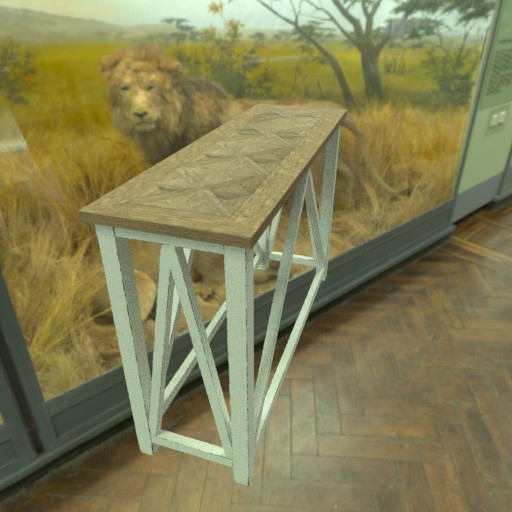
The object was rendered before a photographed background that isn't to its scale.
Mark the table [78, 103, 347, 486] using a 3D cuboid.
[{"bbox_3d":[0.000,0.000,1.827,0.450,0.930,1.400,9,31,16],"label":"table"}]
